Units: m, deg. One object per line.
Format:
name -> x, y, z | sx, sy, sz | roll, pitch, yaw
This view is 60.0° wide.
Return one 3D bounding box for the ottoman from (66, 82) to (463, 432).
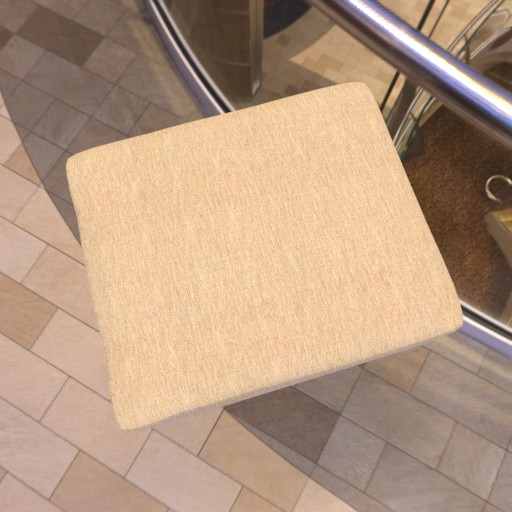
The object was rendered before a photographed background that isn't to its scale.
ottoman -> 0.000, 0.000, 1.441 | 0.976, 0.492, 0.836 | -16, 75, -4
